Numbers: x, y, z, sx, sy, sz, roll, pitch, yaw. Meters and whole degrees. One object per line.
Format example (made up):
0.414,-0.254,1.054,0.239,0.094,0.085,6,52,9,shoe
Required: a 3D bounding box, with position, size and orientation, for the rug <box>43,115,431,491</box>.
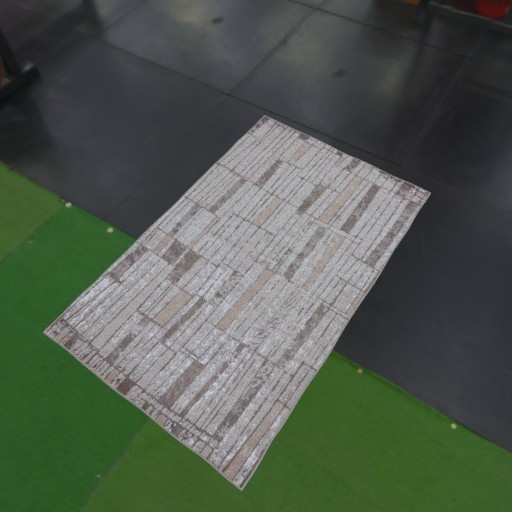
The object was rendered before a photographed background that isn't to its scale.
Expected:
0.000,0.000,3.051,1.531,0.023,2.444,31,62,18,rug
